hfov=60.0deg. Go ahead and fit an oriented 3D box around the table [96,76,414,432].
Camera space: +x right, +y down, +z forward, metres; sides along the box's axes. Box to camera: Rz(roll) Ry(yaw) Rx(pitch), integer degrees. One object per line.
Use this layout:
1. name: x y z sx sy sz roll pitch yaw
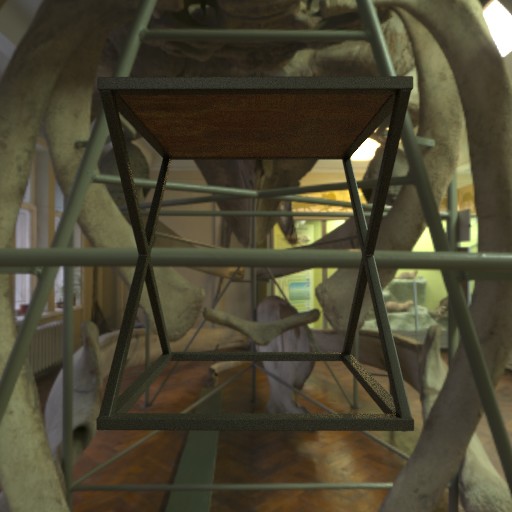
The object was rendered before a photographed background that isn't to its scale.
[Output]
1. table: 0.000 0.000 0.947 0.500 0.565 0.500 0 0 0
